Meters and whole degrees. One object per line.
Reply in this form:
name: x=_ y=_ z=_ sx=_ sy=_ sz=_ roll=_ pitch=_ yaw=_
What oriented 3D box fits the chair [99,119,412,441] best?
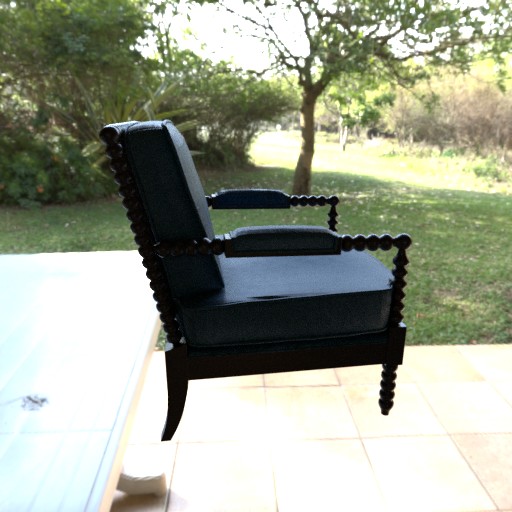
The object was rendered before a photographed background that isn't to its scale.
chair: x=0.000 y=0.000 z=1.456 sx=0.805 sy=0.857 sz=0.688 roll=-3 pitch=18 yaw=-8
